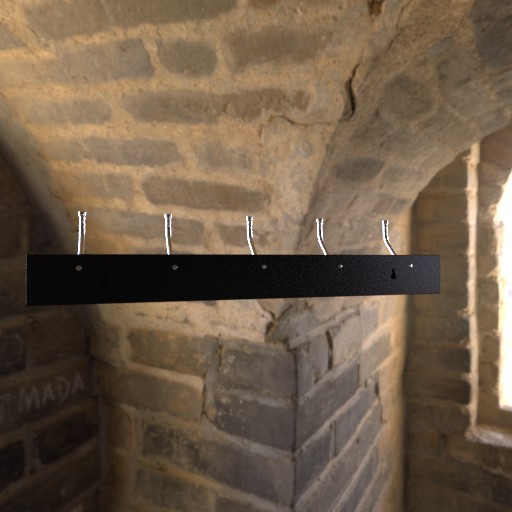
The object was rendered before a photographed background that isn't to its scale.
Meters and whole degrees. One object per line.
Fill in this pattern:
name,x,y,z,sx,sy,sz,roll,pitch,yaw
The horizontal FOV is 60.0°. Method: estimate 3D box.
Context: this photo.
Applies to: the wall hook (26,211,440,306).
wall hook,0.000,0.000,0.625,0.571,0.117,0.071,0,0,-18
